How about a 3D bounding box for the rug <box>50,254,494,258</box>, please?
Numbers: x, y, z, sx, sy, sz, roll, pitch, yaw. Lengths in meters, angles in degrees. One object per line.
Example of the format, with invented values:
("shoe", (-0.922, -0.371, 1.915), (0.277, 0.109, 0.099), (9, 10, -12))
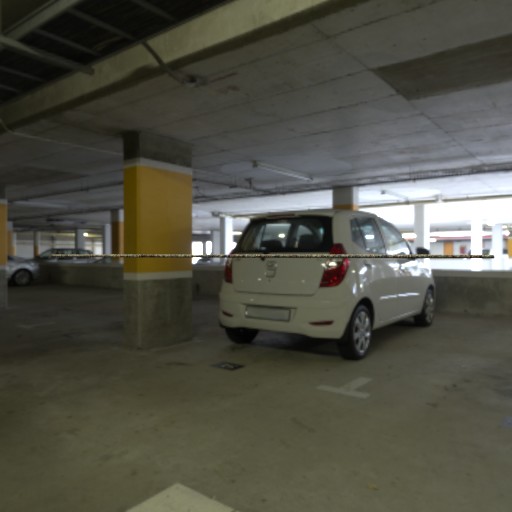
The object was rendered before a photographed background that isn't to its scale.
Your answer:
("rug", (0.000, 0.000, 2.498), (2.292, 0.015, 0.688), (0, 0, 20))
